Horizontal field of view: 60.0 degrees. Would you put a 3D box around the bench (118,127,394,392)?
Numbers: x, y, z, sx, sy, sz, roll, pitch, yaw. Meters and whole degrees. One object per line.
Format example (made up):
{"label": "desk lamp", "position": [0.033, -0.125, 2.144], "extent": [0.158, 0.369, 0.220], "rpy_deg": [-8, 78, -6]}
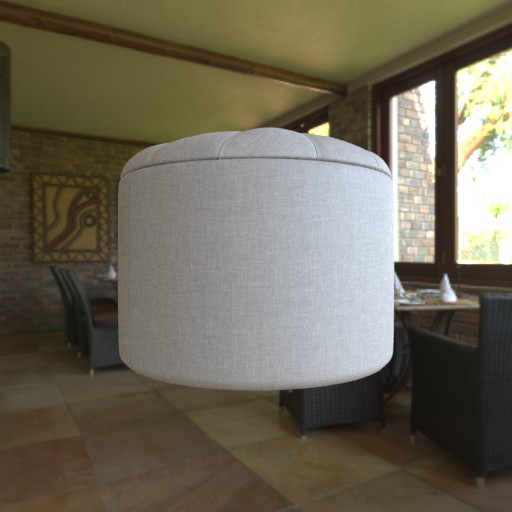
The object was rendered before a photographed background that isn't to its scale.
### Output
{"label": "bench", "position": [0.000, 0.000, 1.009], "extent": [0.600, 0.453, 0.600], "rpy_deg": [0, 0, 0]}
